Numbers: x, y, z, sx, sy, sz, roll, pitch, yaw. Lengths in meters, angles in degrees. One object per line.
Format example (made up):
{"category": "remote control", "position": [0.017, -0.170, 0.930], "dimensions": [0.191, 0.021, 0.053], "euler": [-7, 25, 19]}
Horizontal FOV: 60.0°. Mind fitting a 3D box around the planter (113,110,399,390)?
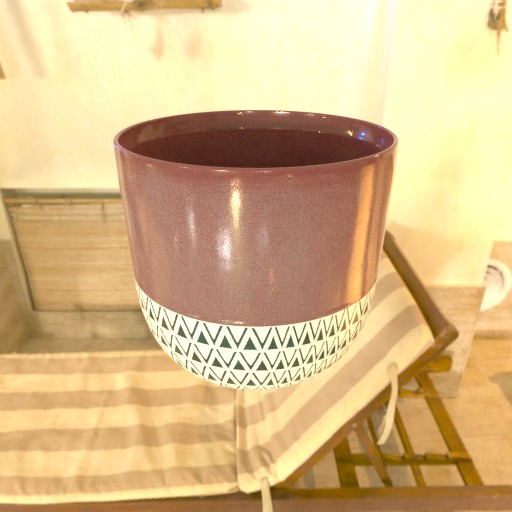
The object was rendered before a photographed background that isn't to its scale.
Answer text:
{"category": "planter", "position": [0.000, 0.000, 0.488], "dimensions": [0.266, 0.270, 0.266], "euler": [0, 27, 0]}
